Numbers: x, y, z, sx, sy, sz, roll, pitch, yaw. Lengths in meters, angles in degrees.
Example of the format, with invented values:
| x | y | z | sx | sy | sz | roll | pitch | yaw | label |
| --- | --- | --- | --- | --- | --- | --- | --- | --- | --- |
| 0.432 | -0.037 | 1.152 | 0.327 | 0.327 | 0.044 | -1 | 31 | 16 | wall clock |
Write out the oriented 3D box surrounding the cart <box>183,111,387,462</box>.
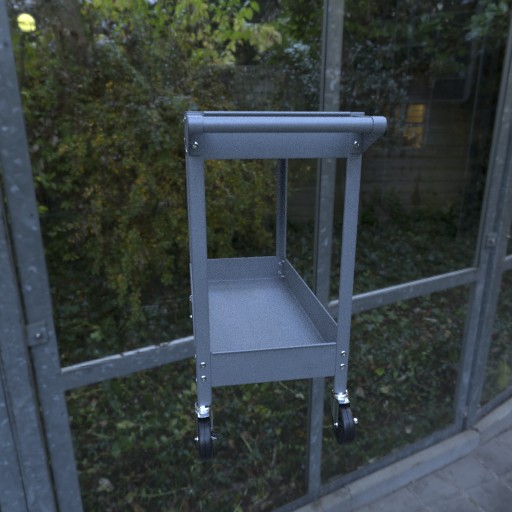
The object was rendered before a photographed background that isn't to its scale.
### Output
| x | y | z | sx | sy | sz | roll | pitch | yaw | label |
| --- | --- | --- | --- | --- | --- | --- | --- | --- | --- |
| 0.000 | 0.000 | 1.184 | 0.366 | 0.719 | 0.779 | -3 | 17 | -9 | cart |
